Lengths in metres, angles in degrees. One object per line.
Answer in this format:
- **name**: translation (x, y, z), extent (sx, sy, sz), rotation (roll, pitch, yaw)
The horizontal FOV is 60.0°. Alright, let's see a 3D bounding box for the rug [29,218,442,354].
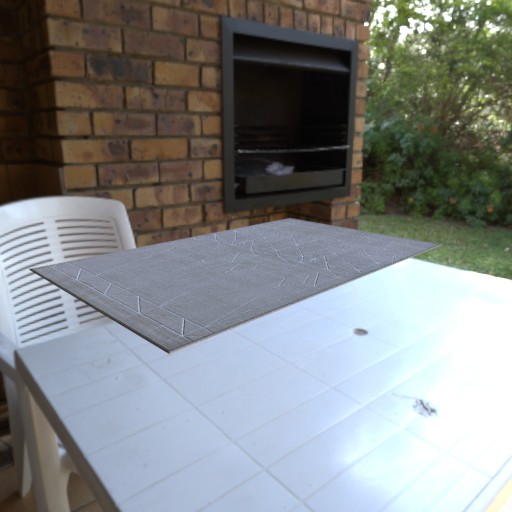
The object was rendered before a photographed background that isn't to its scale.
- **rug**: translation (0.000, 0.000, 3.044), extent (2.438, 0.012, 1.524), rotation (-15, 21, -43)
